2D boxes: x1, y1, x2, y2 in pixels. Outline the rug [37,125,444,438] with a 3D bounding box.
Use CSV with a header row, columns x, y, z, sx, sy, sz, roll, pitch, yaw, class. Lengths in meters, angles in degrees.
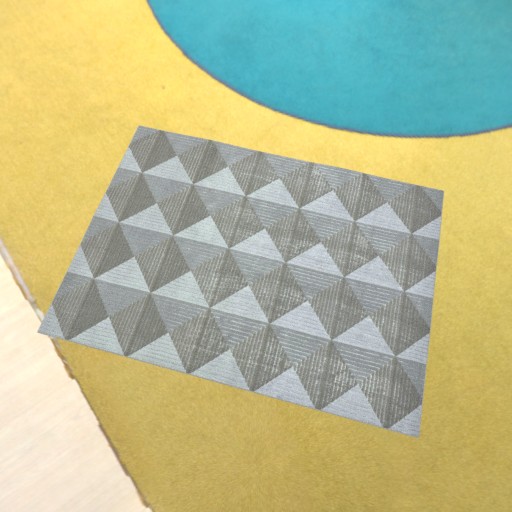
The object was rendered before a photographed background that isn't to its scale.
x,y,z,sx,sy,sz,roll,pitch,yaw,class
0.000,0.000,4.205,3.333,0.027,2.428,14,65,6,rug
